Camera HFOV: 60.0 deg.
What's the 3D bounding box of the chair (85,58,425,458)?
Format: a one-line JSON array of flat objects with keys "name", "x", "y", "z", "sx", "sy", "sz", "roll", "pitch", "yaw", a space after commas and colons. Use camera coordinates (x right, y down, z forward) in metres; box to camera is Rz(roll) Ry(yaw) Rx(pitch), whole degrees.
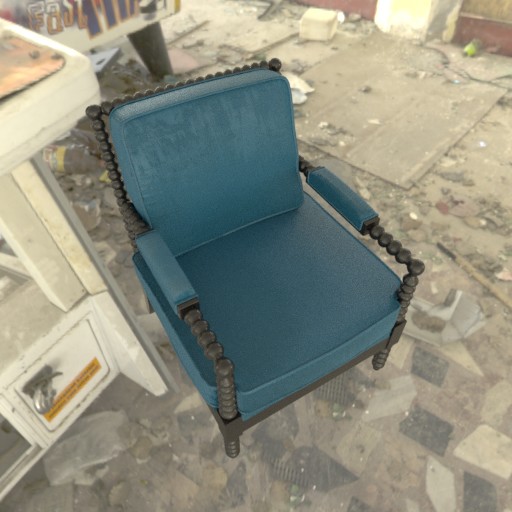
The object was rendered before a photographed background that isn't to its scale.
[{"name": "chair", "x": 0.000, "y": 0.000, "z": 1.402, "sx": 0.688, "sy": 0.857, "sz": 0.805, "roll": -24, "pitch": 51, "yaw": -21}]
